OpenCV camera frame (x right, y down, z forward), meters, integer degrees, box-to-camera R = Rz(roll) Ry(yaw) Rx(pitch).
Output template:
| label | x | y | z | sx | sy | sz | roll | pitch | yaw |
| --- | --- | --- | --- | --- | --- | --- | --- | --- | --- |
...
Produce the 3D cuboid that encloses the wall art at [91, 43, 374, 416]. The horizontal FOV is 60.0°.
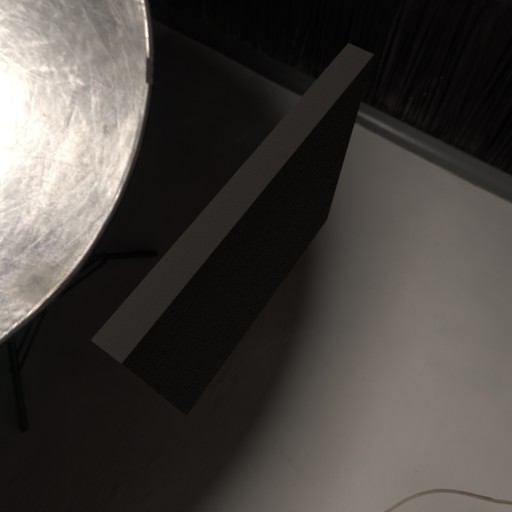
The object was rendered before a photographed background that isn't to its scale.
| label | x | y | z | sx | sy | sz | roll | pitch | yaw |
| --- | --- | --- | --- | --- | --- | --- | --- | --- | --- |
| wall art | 0.000 | 0.000 | 0.535 | 0.031 | 0.330 | 0.381 | 32 | 68 | 14 |
